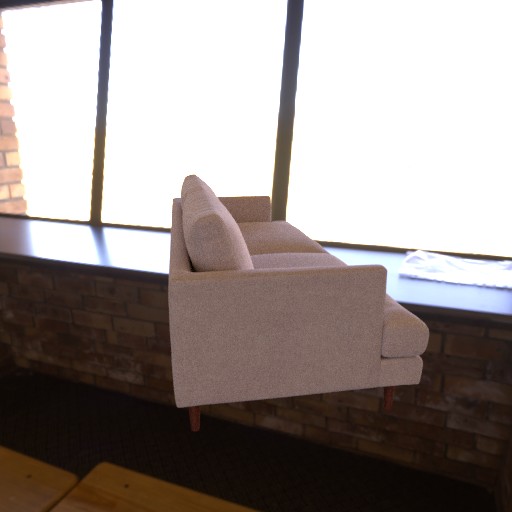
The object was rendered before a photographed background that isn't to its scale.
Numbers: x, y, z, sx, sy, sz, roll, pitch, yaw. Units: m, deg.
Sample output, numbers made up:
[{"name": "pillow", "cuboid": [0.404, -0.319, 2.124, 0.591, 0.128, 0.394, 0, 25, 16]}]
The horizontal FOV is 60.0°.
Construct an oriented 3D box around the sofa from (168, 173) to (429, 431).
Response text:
[{"name": "sofa", "cuboid": [0.000, 0.000, 2.736, 1.020, 0.868, 2.250, -3, 15, -10]}]
